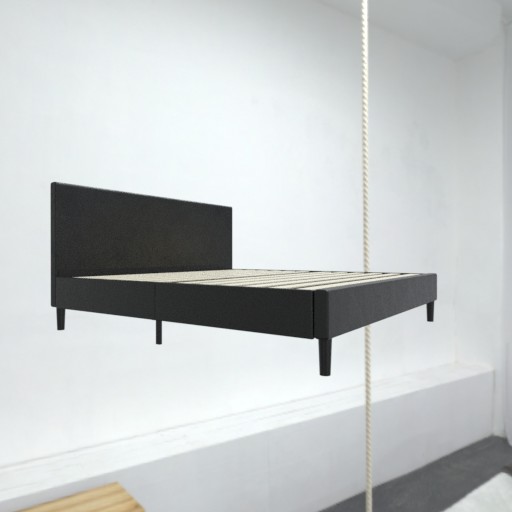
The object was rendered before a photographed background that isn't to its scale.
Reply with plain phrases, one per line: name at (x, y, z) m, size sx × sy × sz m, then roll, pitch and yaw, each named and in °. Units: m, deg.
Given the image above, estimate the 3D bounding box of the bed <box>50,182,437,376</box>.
bed at (0.000, 0.000, 3.351) m, size 2.152 × 1.046 × 2.018 m, roll 0°, pitch 0°, yaw 35°
